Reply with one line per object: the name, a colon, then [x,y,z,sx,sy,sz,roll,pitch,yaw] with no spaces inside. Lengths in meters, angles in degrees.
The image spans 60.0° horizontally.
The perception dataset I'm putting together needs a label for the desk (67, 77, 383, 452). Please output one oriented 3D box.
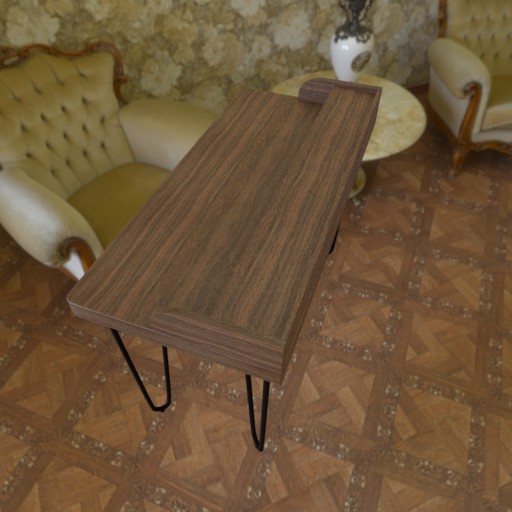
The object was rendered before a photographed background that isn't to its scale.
desk: [0.000,0.000,1.643,0.565,0.854,1.200,15,48,14]
